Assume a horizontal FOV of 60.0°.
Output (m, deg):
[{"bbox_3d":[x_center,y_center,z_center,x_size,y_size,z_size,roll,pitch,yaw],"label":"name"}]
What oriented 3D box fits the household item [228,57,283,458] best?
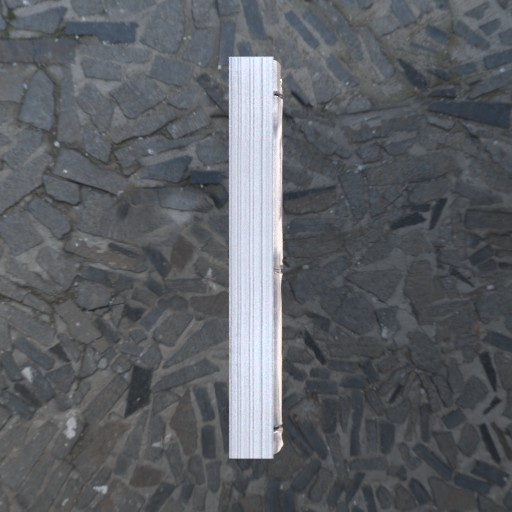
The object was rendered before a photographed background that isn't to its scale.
[{"bbox_3d":[0.000,0.000,0.290,0.025,0.216,0.165,0,91,0],"label":"household item"}]
